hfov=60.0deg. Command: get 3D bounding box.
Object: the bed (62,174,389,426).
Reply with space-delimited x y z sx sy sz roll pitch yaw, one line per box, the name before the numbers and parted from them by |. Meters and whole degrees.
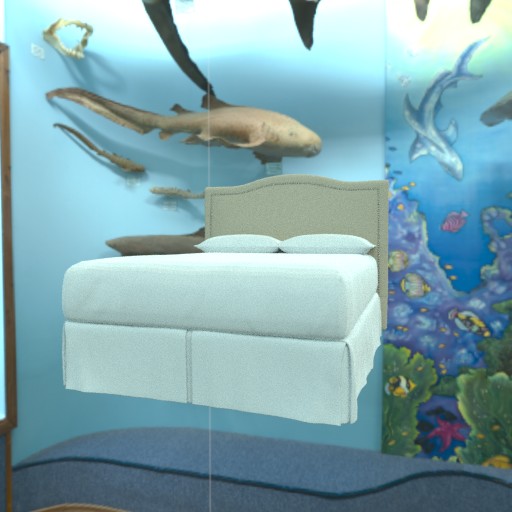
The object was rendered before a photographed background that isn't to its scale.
bed | 0.000 0.000 3.211 1.753 1.460 2.143 1 2 19
